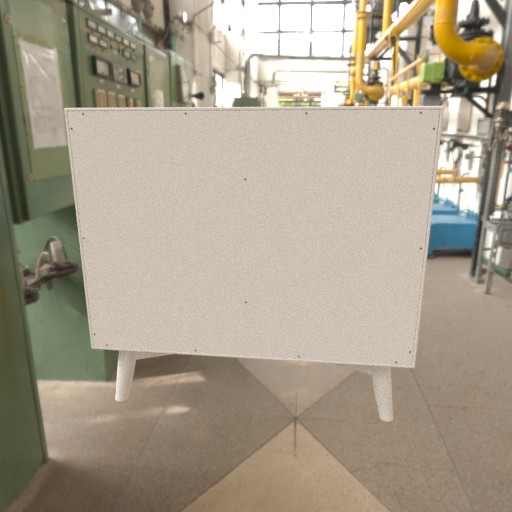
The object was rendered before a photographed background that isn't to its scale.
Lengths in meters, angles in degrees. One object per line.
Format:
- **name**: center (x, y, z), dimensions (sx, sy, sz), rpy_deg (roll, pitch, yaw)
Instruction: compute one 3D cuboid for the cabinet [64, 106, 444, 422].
- **cabinet**: center (0.000, 0.000, 1.220), dimensions (0.800, 0.761, 0.398), rpy_deg (2, 16, 7)
